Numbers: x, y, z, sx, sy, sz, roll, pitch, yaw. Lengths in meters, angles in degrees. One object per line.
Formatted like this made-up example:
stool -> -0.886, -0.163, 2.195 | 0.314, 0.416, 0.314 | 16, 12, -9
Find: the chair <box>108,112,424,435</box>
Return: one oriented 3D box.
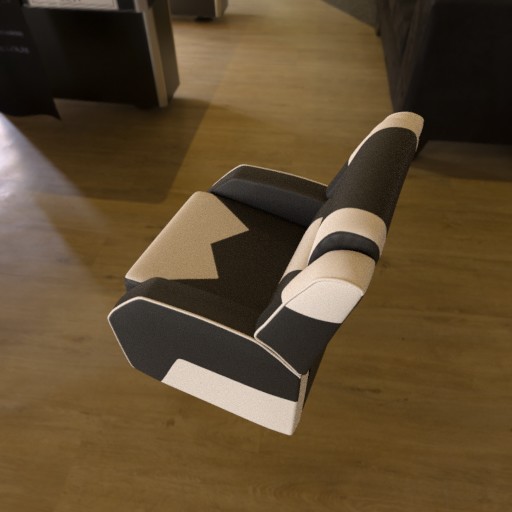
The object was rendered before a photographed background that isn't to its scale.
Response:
chair -> 0.000, 0.000, 1.279 | 0.672, 0.805, 0.620 | 18, 50, 16
